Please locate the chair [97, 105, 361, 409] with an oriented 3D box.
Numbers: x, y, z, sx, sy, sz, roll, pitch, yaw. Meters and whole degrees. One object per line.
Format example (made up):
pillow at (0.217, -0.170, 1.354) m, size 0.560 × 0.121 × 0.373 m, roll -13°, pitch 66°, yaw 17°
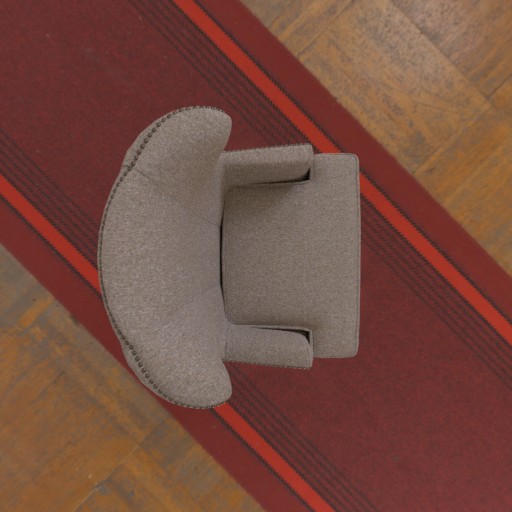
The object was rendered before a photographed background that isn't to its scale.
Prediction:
chair at (0.000, 0.000, 1.574) m, size 0.758 × 1.060 × 0.759 m, roll 0°, pitch 90°, yaw 1°
